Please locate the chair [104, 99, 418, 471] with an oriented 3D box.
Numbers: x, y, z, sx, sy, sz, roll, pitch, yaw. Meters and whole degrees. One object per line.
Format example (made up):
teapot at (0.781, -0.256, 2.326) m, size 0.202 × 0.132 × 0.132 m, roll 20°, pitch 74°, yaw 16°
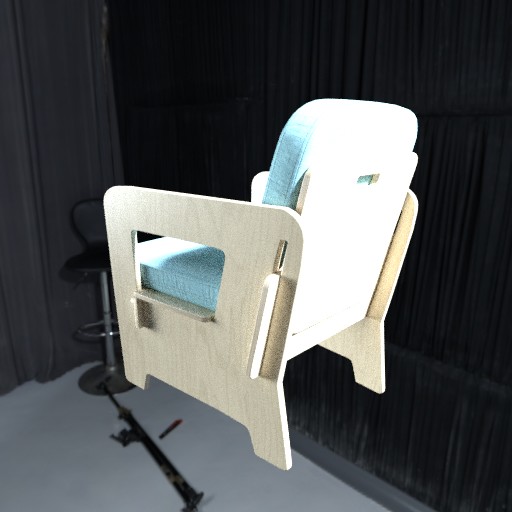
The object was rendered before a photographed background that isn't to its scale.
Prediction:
chair at (0.000, 0.000, 1.242) m, size 0.710 × 0.800 × 0.590 m, roll 15°, pitch 22°, yaw 42°
